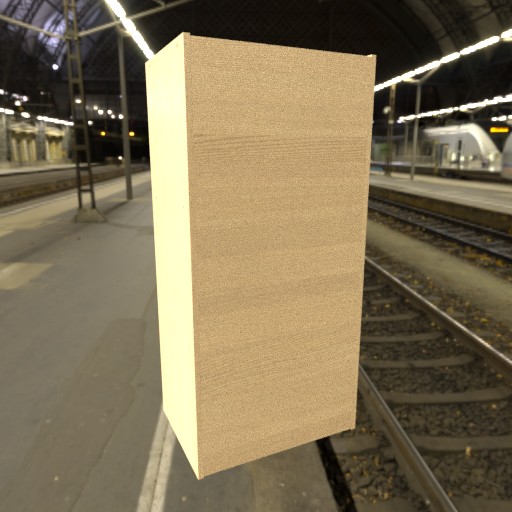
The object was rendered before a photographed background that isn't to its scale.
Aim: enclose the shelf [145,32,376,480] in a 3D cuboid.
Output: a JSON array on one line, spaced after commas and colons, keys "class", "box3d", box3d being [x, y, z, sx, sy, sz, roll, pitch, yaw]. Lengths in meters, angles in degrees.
[{"class": "shelf", "box3d": [0.000, 0.000, 1.061, 0.417, 0.876, 0.292, -6, 15, -25]}]
